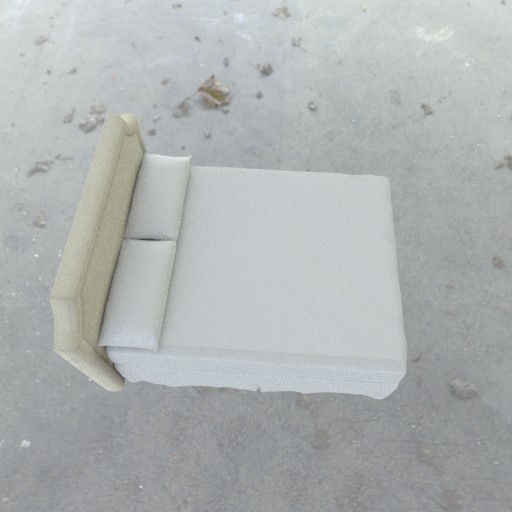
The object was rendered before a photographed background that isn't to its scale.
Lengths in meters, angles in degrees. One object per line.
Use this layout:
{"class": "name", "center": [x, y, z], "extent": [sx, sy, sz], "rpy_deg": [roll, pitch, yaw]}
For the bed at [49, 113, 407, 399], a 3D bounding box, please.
{"class": "bed", "center": [0.000, 0.000, 3.223], "extent": [2.164, 1.297, 1.828], "rpy_deg": [3, 62, 2]}
